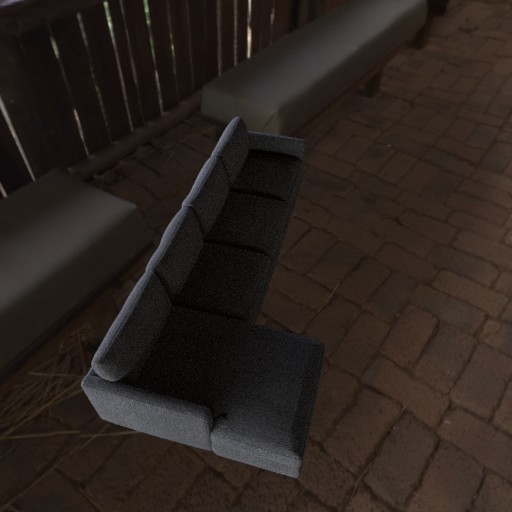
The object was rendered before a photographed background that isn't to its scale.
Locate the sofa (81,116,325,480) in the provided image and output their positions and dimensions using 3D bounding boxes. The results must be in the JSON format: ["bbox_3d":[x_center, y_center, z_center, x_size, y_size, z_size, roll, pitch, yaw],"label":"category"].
[{"bbox_3d":[0.000,0.000,3.532,1.350,0.810,2.932,11,48,10],"label":"sofa"}]
